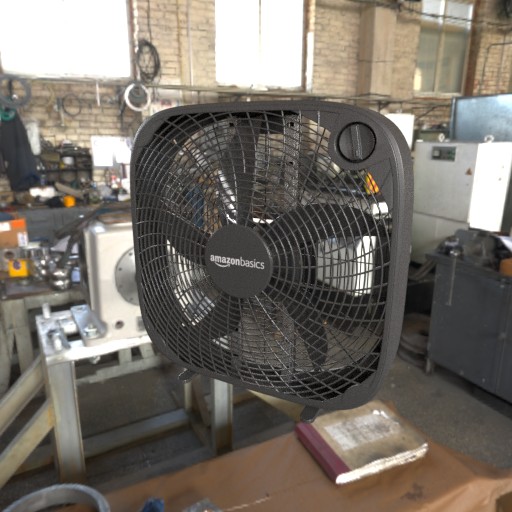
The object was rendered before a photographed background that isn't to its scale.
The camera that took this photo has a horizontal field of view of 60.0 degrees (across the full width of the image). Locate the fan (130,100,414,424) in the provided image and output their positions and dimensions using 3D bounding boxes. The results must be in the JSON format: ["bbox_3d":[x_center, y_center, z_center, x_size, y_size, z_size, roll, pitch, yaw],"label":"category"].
[{"bbox_3d":[0.000,0.000,0.815,0.526,0.533,0.142,8,17,27],"label":"fan"}]
